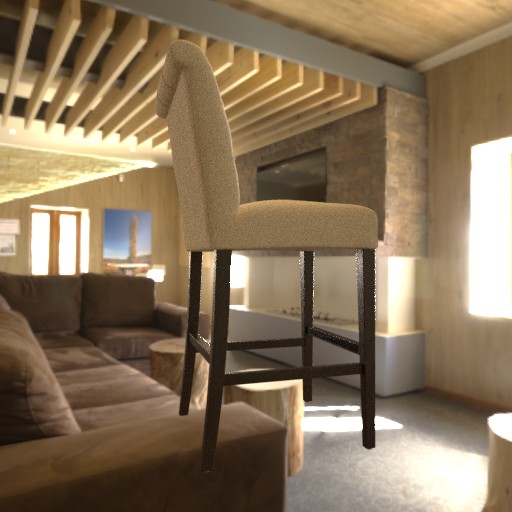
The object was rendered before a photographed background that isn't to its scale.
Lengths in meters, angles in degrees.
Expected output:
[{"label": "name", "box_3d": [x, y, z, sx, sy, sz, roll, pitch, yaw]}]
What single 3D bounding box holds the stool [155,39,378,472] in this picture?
[{"label": "stool", "box_3d": [0.000, 0.000, 1.416, 0.610, 1.118, 0.482, 0, 0, -17]}]
